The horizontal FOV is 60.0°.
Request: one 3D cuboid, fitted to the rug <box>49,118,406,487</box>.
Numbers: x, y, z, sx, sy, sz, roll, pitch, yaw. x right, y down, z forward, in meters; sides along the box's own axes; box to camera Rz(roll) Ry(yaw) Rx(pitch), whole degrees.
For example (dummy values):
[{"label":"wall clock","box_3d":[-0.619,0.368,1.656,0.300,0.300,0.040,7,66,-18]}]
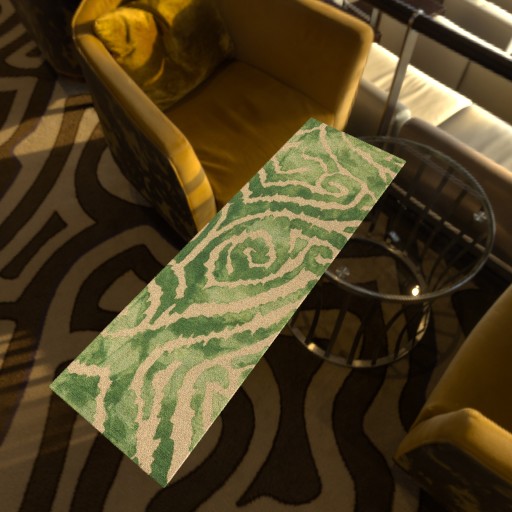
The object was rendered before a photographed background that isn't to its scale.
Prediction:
[{"label":"rug","box_3d":[0.000,0.000,2.599,0.761,0.006,2.438,31,62,19]}]
